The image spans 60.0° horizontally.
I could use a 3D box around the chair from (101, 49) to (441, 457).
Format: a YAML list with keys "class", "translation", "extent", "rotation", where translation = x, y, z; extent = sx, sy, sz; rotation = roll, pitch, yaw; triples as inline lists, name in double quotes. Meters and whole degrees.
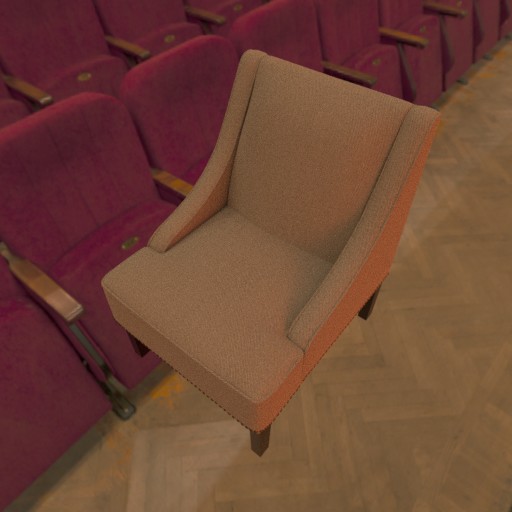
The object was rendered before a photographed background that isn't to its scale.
- class: "chair"
  translation: [0.000, 0.000, 1.359]
  extent: [0.628, 0.872, 0.748]
  rotation: [31, 54, 25]
